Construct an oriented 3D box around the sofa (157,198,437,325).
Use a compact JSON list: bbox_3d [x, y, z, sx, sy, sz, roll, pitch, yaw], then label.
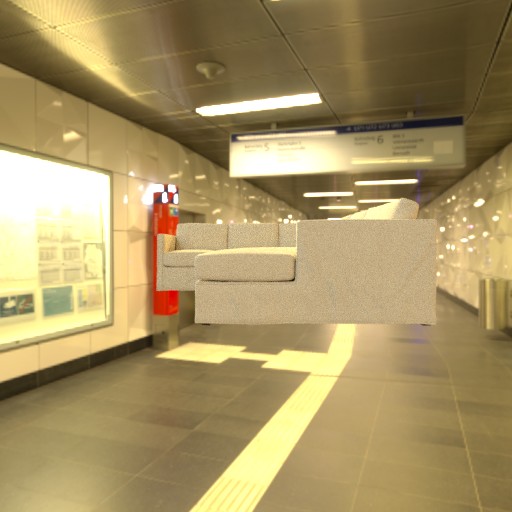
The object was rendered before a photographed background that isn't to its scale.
[{"bbox_3d":[0.000,0.000,4.608,2.427,0.882,3.460,0,1,1],"label":"sofa"}]
